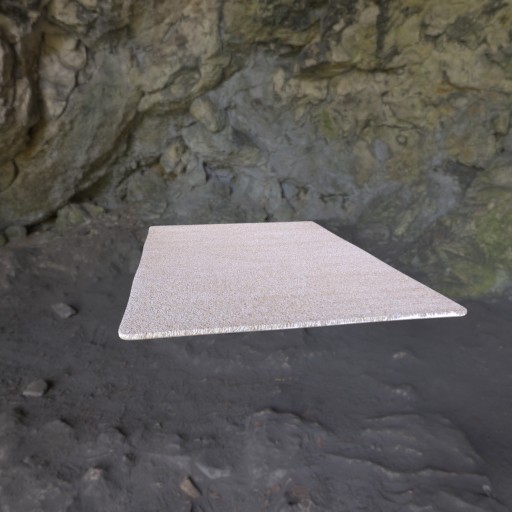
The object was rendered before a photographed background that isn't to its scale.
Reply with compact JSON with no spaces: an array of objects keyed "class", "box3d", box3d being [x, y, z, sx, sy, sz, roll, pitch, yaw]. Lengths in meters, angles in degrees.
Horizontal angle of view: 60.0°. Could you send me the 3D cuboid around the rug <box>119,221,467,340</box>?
[{"class":"rug","box3d":[0.000,0.000,2.945,1.500,0.026,2.349,-3,14,-10]}]
